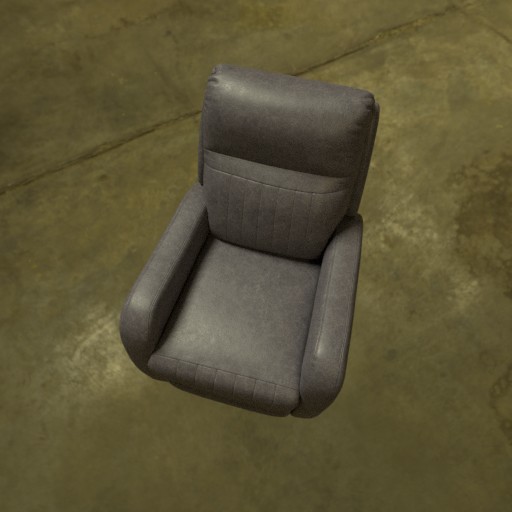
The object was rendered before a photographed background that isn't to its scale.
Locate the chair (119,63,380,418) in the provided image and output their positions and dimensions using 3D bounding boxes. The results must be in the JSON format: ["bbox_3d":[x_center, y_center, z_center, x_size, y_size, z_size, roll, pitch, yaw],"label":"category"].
[{"bbox_3d":[0.000,0.000,1.816,0.865,1.067,1.067,13,60,8],"label":"chair"}]
